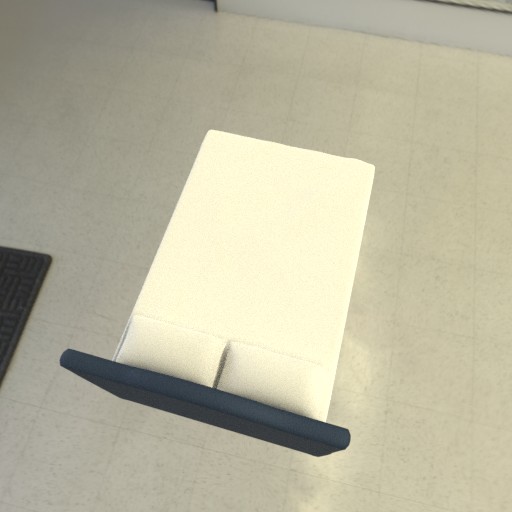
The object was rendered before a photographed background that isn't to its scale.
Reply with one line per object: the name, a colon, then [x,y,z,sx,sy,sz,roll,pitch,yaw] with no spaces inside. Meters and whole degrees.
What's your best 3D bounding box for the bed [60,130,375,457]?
bed: [0.000,0.000,3.506,1.741,1.441,2.507,14,65,7]
